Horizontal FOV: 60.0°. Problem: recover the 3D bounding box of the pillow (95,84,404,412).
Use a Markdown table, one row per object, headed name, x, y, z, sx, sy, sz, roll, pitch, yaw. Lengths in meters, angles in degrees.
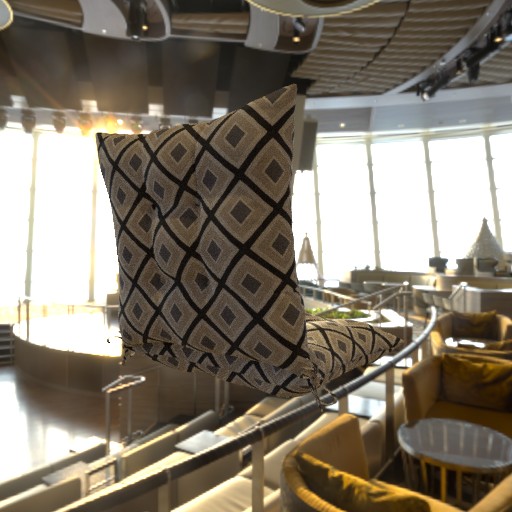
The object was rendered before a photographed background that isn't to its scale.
| name | x | y | z | sx | sy | sz | roll | pitch | yaw |
| --- | --- | --- | --- | --- | --- | --- | --- | --- | --- |
| pillow | 0.000 | 0.000 | 1.018 | 0.541 | 0.536 | 0.585 | 0 | 1 | 36 |
